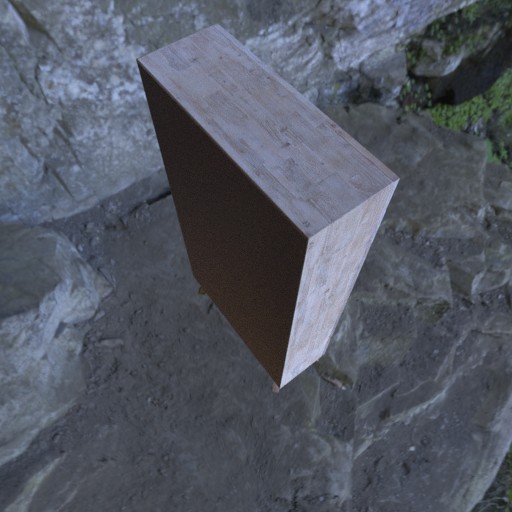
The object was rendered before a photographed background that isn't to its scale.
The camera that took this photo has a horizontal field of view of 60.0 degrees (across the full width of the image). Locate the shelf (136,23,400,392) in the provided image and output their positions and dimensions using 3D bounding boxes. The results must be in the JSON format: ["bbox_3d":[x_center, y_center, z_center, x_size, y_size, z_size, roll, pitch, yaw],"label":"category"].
[{"bbox_3d":[0.000,0.000,1.774,0.308,1.471,0.748,-33,65,-18],"label":"shelf"}]
